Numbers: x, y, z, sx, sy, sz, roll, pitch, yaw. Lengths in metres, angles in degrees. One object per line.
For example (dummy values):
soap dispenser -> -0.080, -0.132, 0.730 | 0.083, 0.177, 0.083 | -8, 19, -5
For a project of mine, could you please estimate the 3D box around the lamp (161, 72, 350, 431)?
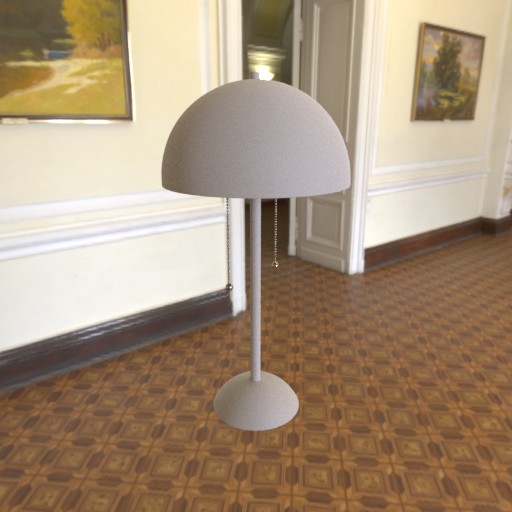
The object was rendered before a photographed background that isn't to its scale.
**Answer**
lamp -> 0.000, 0.000, 0.430 | 0.171, 0.330, 0.171 | 0, 17, 0
